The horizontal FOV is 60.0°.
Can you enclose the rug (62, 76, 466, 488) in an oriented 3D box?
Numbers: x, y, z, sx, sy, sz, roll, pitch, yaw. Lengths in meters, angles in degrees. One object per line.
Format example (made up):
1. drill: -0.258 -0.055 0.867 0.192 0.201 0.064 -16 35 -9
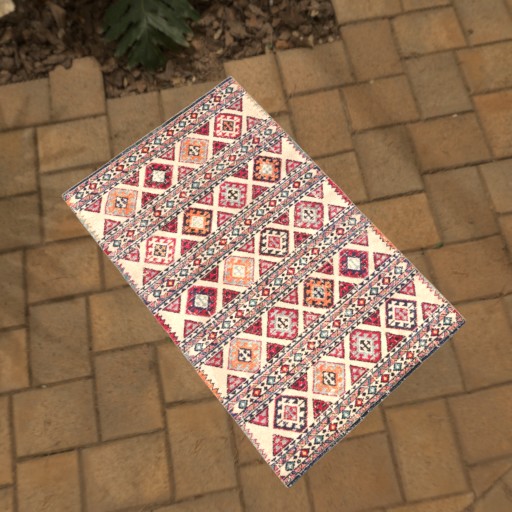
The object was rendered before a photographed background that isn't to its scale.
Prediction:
1. rug: 0.000 0.000 2.990 1.545 0.010 2.440 -39 78 -10
